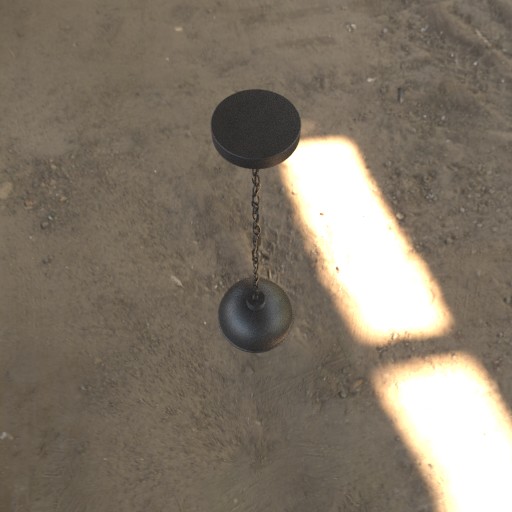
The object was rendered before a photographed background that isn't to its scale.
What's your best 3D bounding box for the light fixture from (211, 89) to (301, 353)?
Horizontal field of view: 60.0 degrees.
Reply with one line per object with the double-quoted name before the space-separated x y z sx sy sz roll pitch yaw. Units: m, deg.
"light fixture" 0.000 0.000 1.272 0.304 1.090 0.304 36 70 16
